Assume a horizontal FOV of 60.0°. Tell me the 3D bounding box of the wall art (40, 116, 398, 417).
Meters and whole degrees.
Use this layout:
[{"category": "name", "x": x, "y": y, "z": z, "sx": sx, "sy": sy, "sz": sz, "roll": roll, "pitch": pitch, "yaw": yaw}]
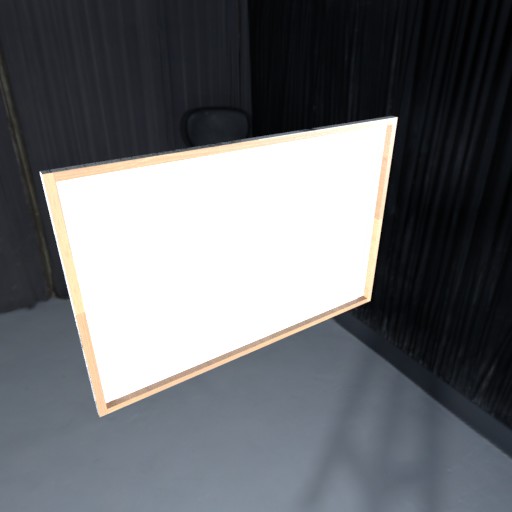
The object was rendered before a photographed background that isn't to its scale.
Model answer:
[{"category": "wall art", "x": 0.000, "y": 0.000, "z": 1.152, "sx": 0.914, "sy": 0.607, "sz": 0.023, "roll": -17, "pitch": 33, "yaw": -29}]
